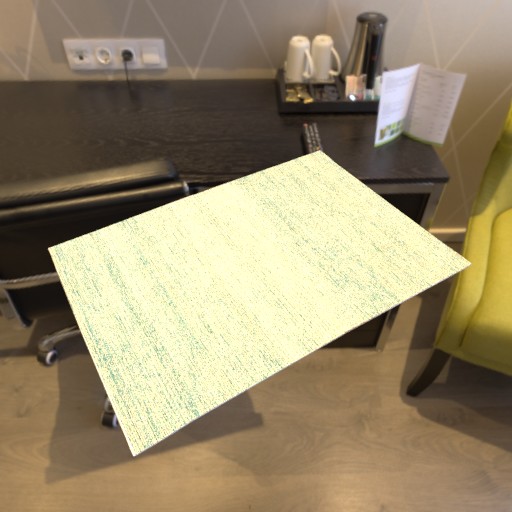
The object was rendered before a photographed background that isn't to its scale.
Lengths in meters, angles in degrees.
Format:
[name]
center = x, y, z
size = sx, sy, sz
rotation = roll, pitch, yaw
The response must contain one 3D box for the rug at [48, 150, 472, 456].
[rug]
center = 0.000, 0.000, 2.914
size = 2.305, 0.029, 1.593
rotation = -24, 50, -22
